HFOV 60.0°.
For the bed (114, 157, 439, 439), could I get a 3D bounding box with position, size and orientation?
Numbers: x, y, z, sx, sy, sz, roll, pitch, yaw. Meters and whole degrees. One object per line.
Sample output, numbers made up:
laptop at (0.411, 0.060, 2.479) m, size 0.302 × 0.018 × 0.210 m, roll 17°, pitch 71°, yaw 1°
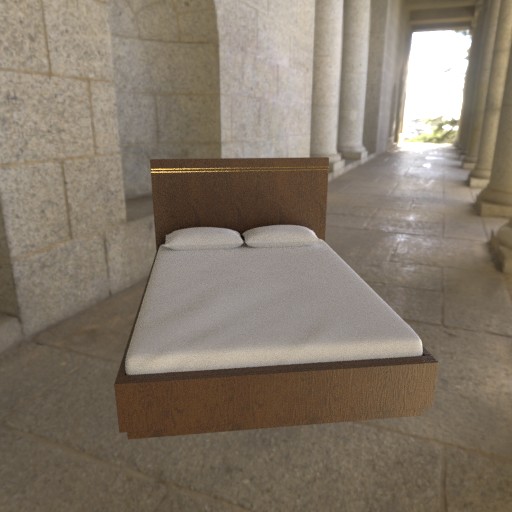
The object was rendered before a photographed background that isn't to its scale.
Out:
bed at (0.000, 0.000, 3.148) m, size 1.613 × 1.169 × 2.221 m, roll -2°, pitch 18°, yaw -7°
